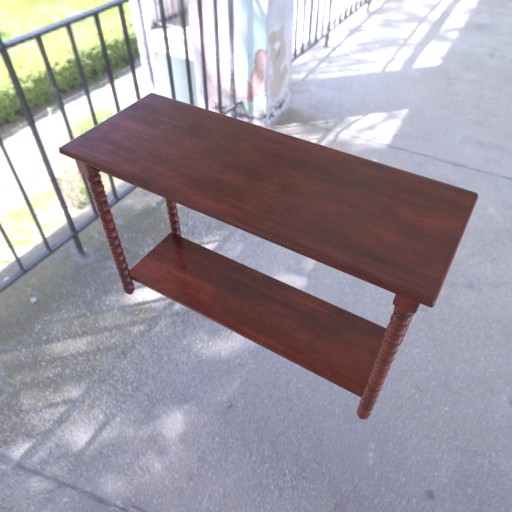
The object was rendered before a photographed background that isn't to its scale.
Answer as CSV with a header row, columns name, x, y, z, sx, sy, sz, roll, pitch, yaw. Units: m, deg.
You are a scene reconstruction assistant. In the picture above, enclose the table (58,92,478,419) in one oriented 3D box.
name,x,y,z,sx,sy,sz,roll,pitch,yaw
table,0.000,0.000,1.574,1.184,0.740,0.459,23,50,21
